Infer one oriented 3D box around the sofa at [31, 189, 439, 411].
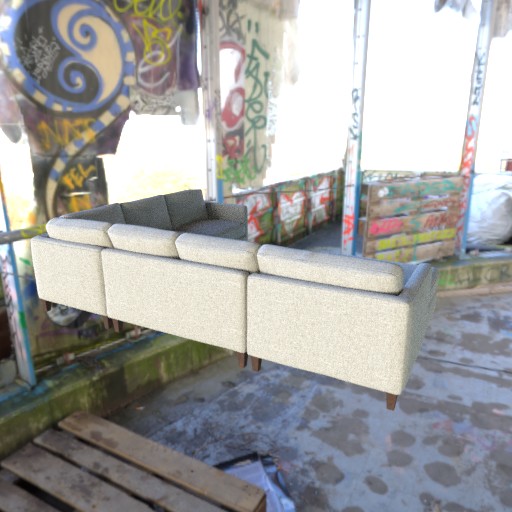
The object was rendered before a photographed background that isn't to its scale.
[{"bbox_3d":[0.000,0.000,4.491,3.460,0.959,2.593,9,18,27],"label":"sofa"}]
